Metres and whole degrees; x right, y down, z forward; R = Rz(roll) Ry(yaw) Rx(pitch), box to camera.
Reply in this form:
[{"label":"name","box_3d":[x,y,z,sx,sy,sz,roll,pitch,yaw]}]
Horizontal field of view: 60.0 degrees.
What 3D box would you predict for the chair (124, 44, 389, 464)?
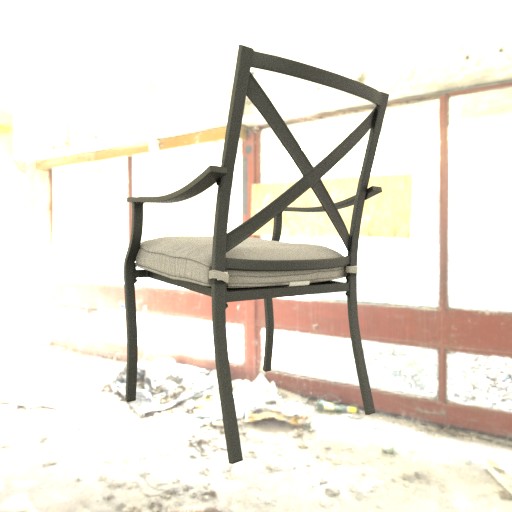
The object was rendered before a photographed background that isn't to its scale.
[{"label":"chair","box_3d":[0.000,0.000,1.280,0.575,0.889,0.620,-1,2,-37]}]
